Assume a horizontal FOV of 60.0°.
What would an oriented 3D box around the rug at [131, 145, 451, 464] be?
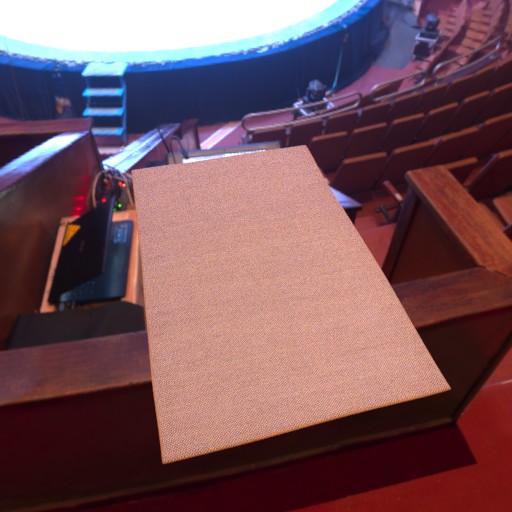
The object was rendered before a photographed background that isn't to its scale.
[{"bbox_3d":[0.000,0.000,2.106,1.078,0.013,1.678,-11,48,-10],"label":"rug"}]
